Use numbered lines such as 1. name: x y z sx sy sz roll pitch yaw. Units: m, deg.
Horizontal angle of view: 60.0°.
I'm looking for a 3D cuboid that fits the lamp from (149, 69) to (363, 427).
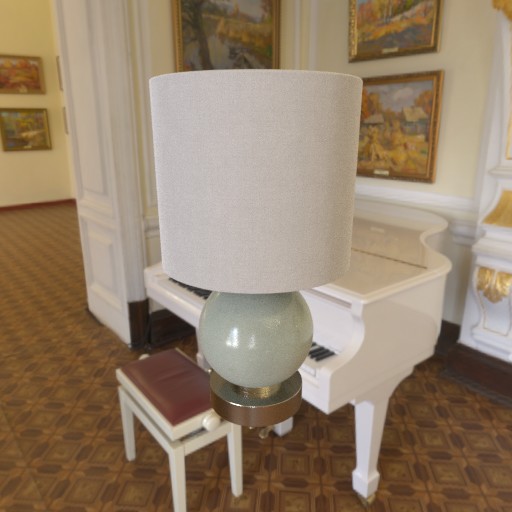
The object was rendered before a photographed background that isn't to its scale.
1. lamp: 0.000 0.000 0.478 0.201 0.353 0.201 -8 19 -26
